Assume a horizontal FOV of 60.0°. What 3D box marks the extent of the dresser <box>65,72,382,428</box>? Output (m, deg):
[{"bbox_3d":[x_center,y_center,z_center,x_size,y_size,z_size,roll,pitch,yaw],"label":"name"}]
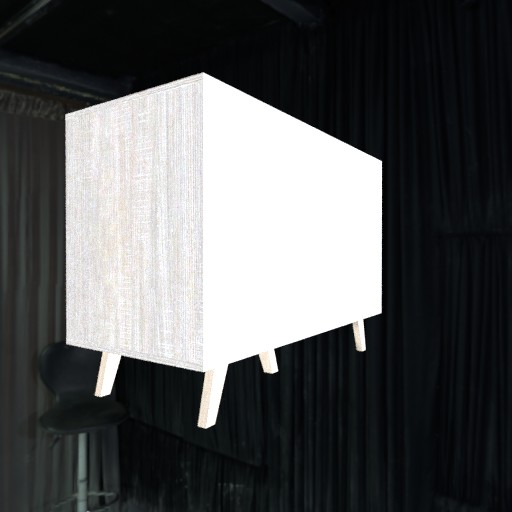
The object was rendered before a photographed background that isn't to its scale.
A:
[{"bbox_3d":[0.000,0.000,1.530,0.500,0.780,1.110,0,1,35],"label":"dresser"}]
